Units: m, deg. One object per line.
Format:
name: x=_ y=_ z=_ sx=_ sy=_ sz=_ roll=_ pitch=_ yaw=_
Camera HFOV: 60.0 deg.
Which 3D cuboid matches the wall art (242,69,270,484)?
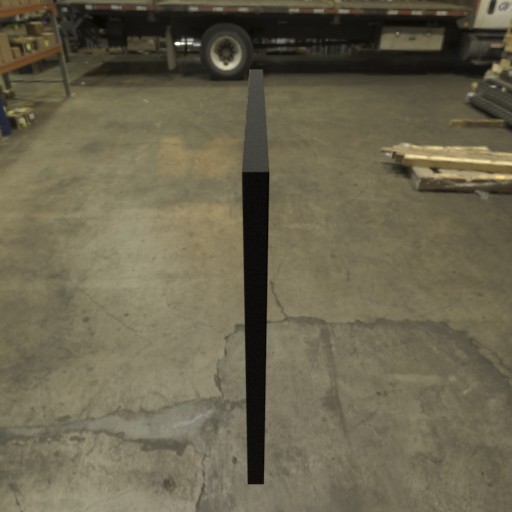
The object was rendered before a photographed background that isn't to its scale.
wall art: x=0.000 y=0.000 z=1.135 sx=0.038 sy=0.762 sz=0.762 roll=0 pitch=33 yaw=0
